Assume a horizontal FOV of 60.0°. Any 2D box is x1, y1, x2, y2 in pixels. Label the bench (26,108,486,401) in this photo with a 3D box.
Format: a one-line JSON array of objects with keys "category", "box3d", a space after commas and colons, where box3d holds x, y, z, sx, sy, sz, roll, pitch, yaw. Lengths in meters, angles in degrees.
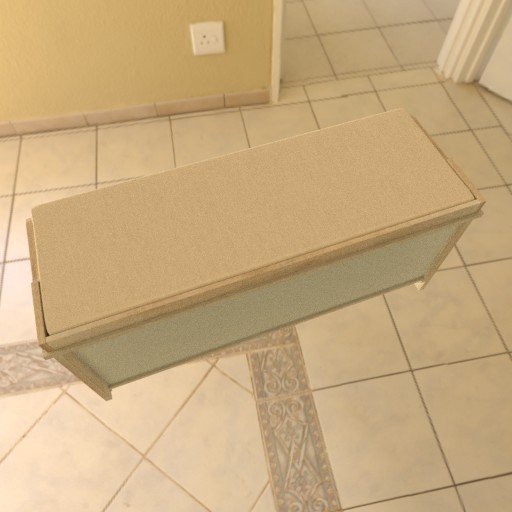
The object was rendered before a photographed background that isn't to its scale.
[{"category": "bench", "box3d": [0.000, 0.000, 1.341, 1.140, 0.501, 0.398, -17, 60, -10]}]
